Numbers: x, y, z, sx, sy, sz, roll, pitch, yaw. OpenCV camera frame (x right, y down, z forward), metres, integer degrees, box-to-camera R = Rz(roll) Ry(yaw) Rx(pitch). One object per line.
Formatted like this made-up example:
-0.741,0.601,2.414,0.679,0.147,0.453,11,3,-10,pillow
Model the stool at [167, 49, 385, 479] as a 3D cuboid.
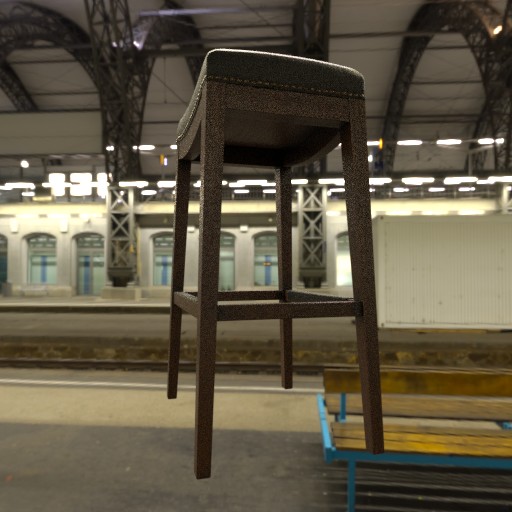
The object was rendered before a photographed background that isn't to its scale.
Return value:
0.000,0.000,1.041,0.361,0.765,0.500,0,-2,-17,stool
